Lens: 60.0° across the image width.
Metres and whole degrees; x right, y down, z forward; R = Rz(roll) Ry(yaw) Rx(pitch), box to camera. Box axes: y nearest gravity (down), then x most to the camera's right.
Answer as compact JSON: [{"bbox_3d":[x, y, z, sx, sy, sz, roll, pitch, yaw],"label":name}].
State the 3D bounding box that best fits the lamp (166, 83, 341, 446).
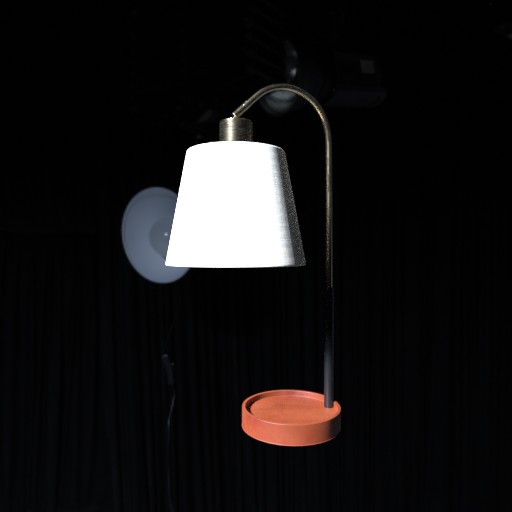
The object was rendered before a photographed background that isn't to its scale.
[{"bbox_3d":[0.000,0.000,0.683,0.273,0.536,0.211,0,1,-17],"label":"lamp"}]
